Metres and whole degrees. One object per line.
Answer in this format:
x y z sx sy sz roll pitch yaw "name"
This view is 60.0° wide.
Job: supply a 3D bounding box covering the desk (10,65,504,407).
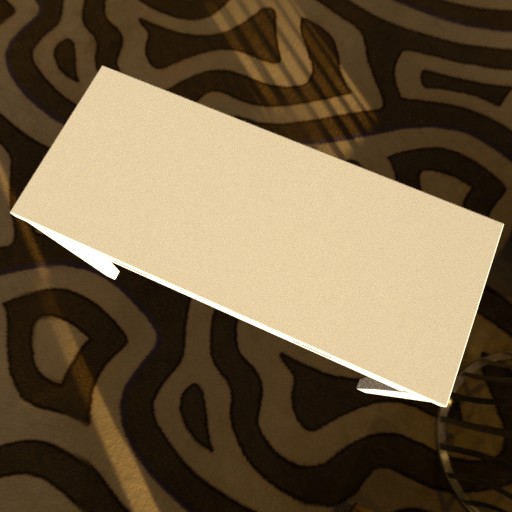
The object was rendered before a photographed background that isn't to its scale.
0.000 0.000 1.553 1.220 0.775 0.508 23 76 6 "desk"
